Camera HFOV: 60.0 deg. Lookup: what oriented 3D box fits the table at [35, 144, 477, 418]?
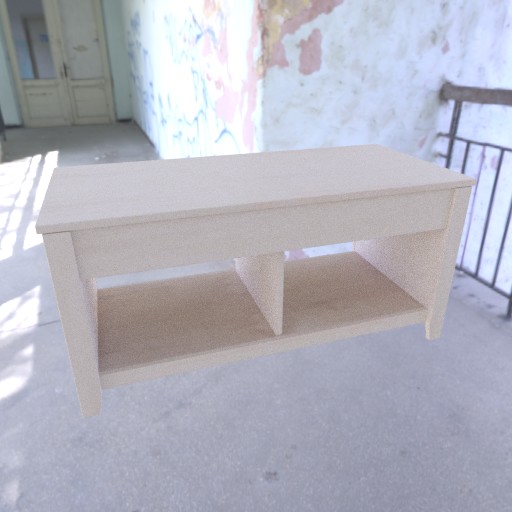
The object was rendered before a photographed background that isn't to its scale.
[{"bbox_3d":[0.000,0.000,1.266,1.016,0.483,0.457,-8,27,-16],"label":"table"}]
